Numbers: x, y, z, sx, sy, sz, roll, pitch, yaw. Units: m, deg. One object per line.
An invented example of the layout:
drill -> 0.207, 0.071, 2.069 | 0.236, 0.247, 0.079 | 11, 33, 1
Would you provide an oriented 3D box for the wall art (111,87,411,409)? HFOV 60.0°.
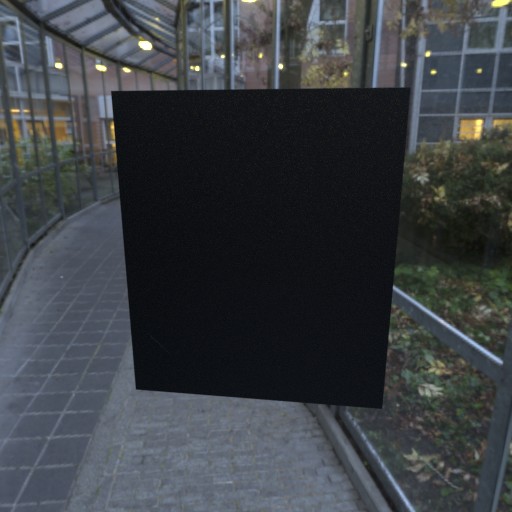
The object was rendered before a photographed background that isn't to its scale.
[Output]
wall art -> 0.000, 0.000, 0.541 | 0.325, 0.380, 0.028 | 2, 16, 7
